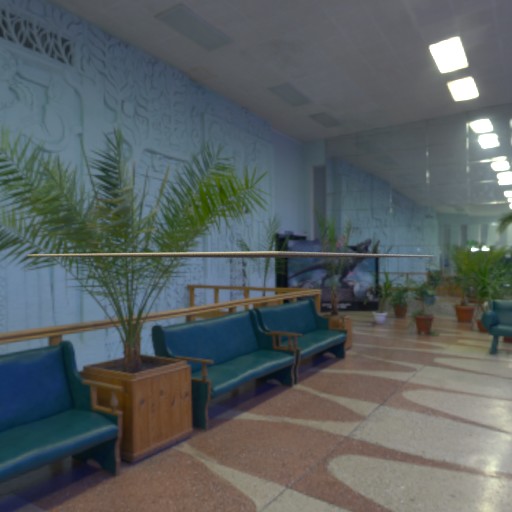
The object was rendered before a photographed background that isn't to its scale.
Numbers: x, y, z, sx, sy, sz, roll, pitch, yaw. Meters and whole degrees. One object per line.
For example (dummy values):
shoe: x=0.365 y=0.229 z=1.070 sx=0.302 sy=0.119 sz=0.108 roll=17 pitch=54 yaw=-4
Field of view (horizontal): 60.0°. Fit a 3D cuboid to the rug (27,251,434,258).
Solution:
rug: x=0.000 y=0.000 z=4.151 sx=2.462 sy=0.018 sz=3.039 roll=0 pitch=-1 yaw=35
